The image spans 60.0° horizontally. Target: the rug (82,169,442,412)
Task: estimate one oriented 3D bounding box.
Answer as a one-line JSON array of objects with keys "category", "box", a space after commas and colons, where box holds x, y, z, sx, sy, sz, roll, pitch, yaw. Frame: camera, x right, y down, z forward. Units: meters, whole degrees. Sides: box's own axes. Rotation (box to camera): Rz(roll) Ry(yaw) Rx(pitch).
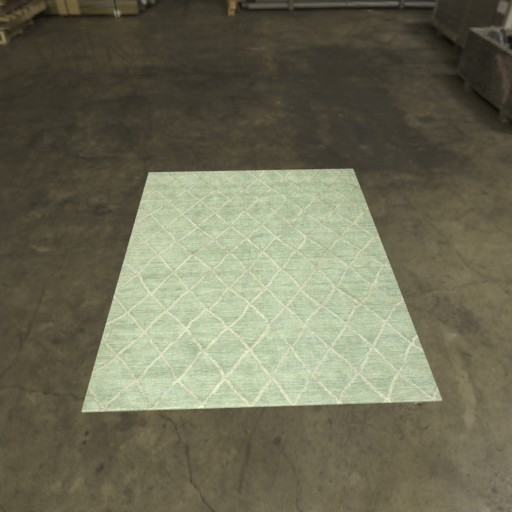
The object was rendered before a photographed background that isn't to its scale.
[{"category": "rug", "box": [0.000, 0.000, 4.105, 2.420, 0.019, 3.039, -1, 41, -1]}]
